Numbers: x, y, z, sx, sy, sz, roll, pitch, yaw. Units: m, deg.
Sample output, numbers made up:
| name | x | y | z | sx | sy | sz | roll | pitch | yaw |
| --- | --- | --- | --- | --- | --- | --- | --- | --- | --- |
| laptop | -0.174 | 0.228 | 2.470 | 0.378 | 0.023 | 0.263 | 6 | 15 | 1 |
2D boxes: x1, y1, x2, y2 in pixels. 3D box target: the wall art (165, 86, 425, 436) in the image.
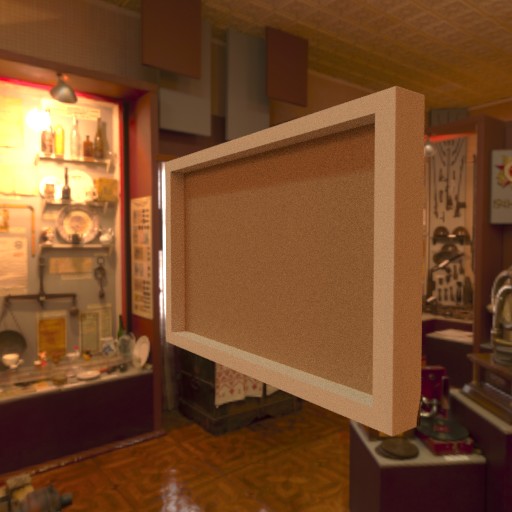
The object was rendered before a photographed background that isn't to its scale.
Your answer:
| name | x | y | z | sx | sy | sz | roll | pitch | yaw |
| --- | --- | --- | --- | --- | --- | --- | --- | --- | --- |
| wall art | 0.000 | 0.000 | 0.485 | 0.039 | 0.254 | 0.384 | -1 | 2 | -36 |
